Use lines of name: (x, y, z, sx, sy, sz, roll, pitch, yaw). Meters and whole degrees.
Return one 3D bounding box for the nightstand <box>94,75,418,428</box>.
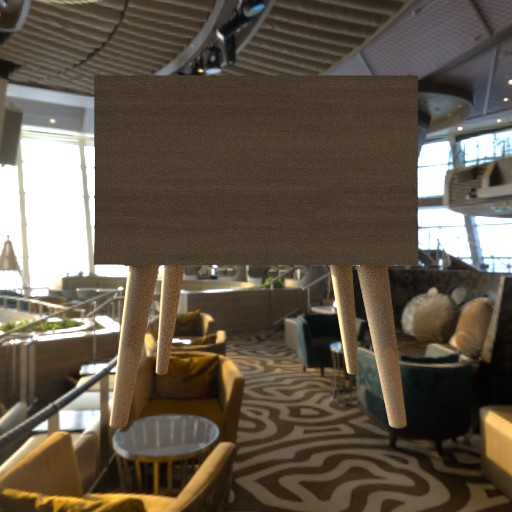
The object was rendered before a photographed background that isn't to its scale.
nightstand: (0.000, 0.000, 0.804, 0.450, 0.500, 0.380, 0, 0, 0)
